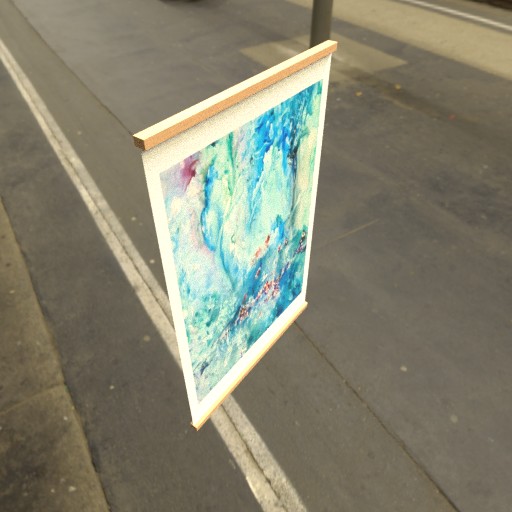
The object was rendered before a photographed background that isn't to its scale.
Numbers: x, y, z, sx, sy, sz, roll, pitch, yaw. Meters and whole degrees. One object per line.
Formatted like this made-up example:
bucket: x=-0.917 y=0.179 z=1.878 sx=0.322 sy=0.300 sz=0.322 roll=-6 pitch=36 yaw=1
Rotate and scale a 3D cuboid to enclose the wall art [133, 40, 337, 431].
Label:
wall art: x=0.000 y=0.000 z=1.294 sx=0.027 sy=1.020 sz=0.669 roll=26 pitch=48 yaw=26
